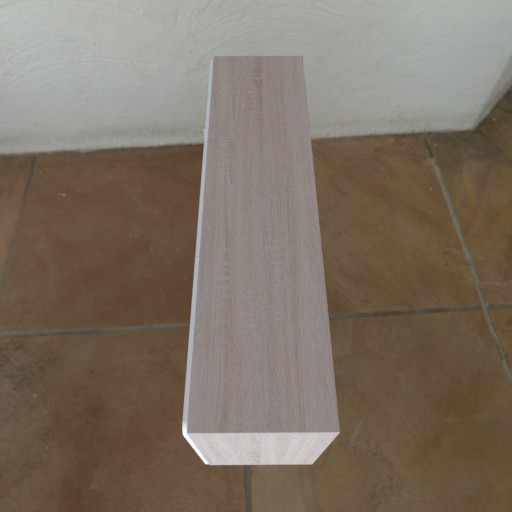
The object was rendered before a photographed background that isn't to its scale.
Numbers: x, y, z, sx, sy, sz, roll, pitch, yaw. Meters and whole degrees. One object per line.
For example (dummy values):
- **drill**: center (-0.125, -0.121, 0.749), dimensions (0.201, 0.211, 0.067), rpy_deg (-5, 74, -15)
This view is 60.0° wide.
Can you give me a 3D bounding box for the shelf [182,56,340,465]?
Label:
- **shelf**: center (0.000, 0.000, 1.799), dimensions (0.400, 0.780, 1.490), rpy_deg (0, 58, 0)
